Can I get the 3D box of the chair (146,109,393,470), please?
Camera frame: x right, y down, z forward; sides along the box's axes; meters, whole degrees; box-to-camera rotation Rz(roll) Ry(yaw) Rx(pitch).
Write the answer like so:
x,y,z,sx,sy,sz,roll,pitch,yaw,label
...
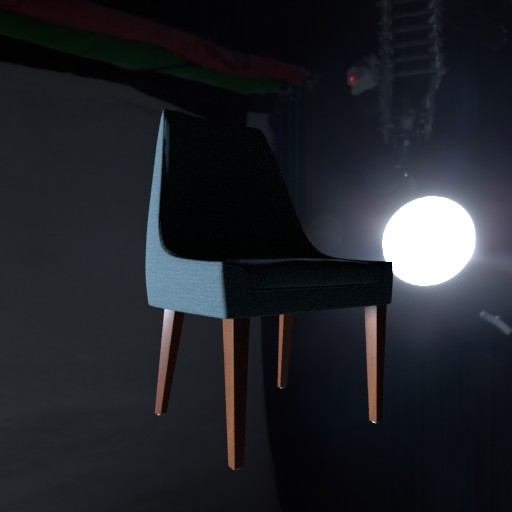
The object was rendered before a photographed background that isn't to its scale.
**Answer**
x,y,z,sx,sy,sz,roll,pitch,yaw,label
0.000,0.000,1.208,0.529,0.861,0.544,0,0,-36,chair
